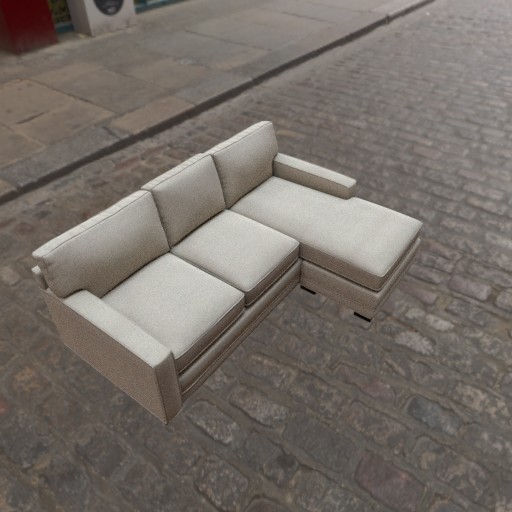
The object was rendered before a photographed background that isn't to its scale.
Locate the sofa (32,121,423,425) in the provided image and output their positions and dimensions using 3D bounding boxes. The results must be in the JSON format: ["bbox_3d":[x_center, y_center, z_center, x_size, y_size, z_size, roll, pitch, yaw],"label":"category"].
[{"bbox_3d":[0.000,0.000,2.842,1.496,0.861,2.087,26,47,27],"label":"sofa"}]
